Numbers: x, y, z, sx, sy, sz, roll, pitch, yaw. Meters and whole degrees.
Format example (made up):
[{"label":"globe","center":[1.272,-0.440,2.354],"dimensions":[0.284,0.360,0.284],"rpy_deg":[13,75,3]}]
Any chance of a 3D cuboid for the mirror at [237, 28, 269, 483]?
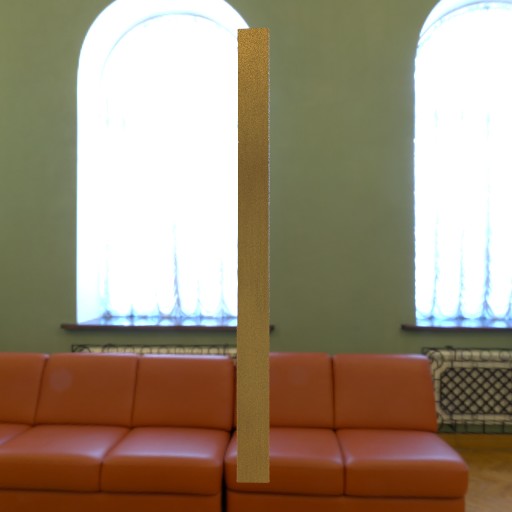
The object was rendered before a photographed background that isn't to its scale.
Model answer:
[{"label":"mirror","center":[0.000,0.000,0.698],"dimensions":[0.041,0.509,0.406],"rpy_deg":[0,-1,2]}]
